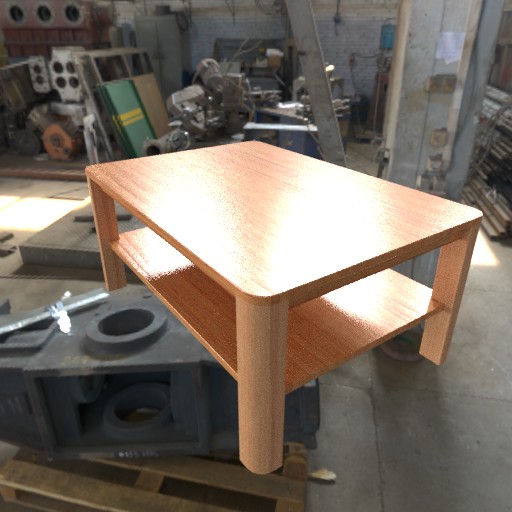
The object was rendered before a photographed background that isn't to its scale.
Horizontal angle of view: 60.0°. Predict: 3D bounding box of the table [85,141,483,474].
[{"bbox_3d":[0.000,0.000,1.366,0.696,0.445,0.997,-18,32,-31],"label":"table"}]
